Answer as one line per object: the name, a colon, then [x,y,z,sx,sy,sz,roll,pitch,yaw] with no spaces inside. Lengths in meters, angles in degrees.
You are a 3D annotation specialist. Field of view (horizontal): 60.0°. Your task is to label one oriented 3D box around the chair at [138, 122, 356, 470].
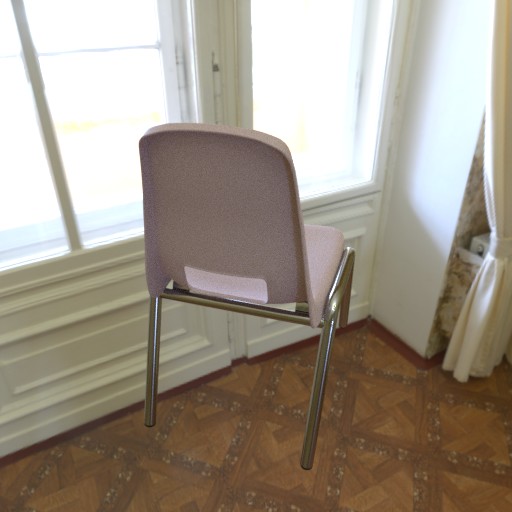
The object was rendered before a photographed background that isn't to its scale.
chair: [0.000,0.000,0.835,0.354,0.586,0.423,9,32,14]
